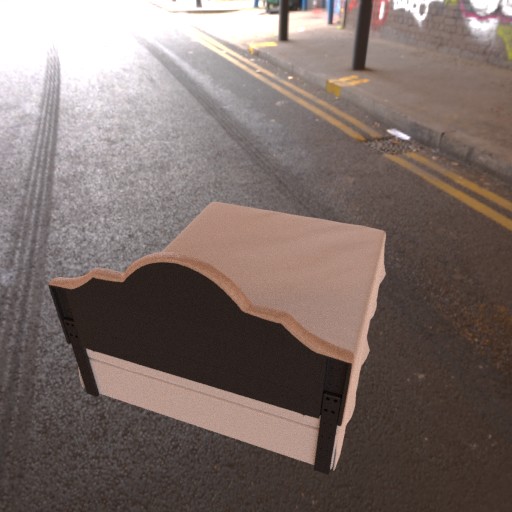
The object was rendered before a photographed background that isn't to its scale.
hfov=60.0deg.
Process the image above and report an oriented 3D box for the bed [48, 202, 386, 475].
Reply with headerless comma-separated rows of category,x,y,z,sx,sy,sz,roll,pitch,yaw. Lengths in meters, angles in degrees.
bed,0.000,0.000,2.964,1.667,1.194,1.970,11,35,17
